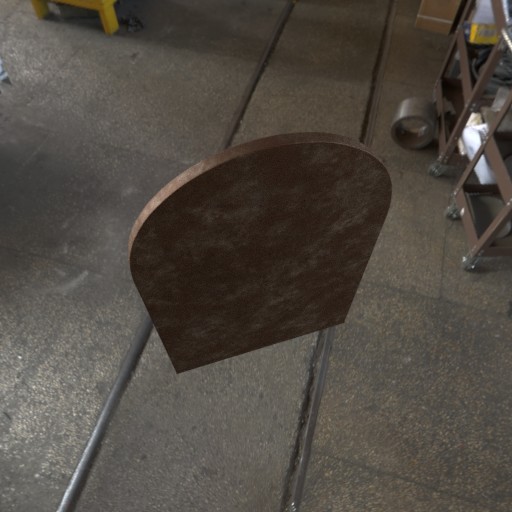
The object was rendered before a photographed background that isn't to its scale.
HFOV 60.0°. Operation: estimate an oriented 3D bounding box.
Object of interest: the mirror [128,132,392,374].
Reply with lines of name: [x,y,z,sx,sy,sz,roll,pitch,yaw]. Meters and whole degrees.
mirror: [0.000,0.000,0.988,0.510,0.770,0.137,-15,58,-10]
